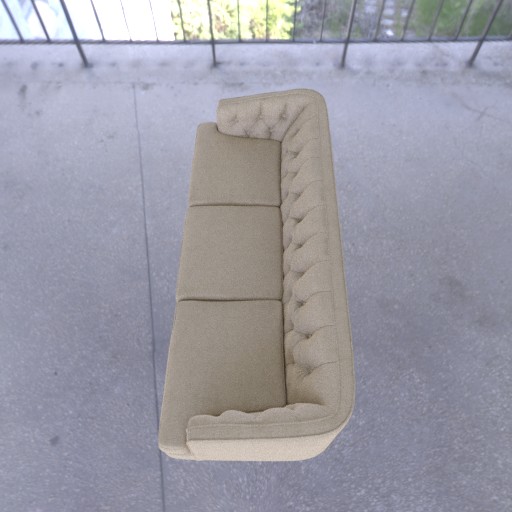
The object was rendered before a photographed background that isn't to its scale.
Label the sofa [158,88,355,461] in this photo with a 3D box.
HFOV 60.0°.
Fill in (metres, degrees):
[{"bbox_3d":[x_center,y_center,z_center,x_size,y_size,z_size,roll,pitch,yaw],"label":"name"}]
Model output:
[{"bbox_3d":[0.000,0.000,2.698,0.913,0.788,2.235,1,58,1],"label":"sofa"}]
